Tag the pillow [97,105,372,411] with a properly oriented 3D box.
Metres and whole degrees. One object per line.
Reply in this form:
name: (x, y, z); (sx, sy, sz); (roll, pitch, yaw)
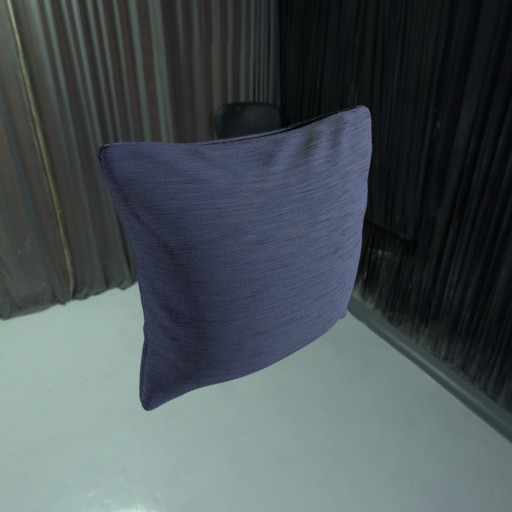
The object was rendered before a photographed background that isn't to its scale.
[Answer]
pillow: (0.000, 0.000, 0.695); (0.432, 0.414, 0.246); (-19, 34, -29)
